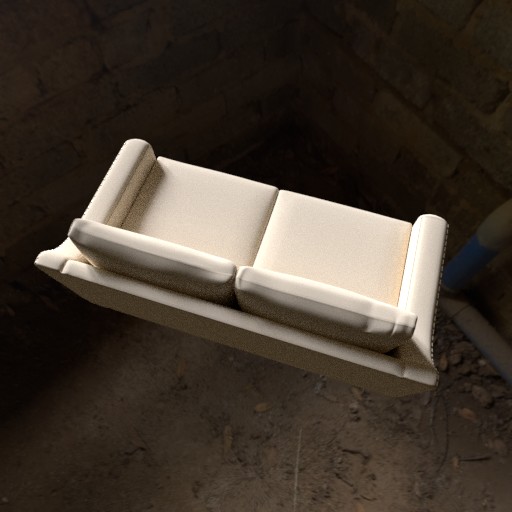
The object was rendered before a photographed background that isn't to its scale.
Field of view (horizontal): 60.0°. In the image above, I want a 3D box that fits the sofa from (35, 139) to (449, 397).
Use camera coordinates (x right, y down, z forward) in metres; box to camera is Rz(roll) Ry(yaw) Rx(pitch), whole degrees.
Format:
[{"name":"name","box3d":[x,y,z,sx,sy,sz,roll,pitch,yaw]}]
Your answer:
[{"name":"sofa","box3d":[0.000,0.000,2.318,1.812,0.830,0.949,16,65,8]}]
